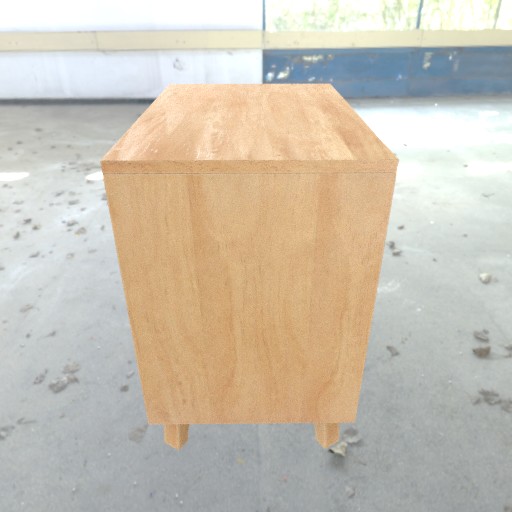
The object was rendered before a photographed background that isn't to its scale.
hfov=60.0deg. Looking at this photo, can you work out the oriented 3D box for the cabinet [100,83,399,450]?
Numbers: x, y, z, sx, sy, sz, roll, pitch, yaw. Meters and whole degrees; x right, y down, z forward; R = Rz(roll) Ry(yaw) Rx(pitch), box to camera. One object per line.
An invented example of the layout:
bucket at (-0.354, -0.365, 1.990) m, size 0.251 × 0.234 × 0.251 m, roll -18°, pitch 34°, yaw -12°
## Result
cabinet at (0.000, 0.000, 0.939) m, size 0.394 × 0.599 × 0.551 m, roll 0°, pitch 30°, yaw -1°
